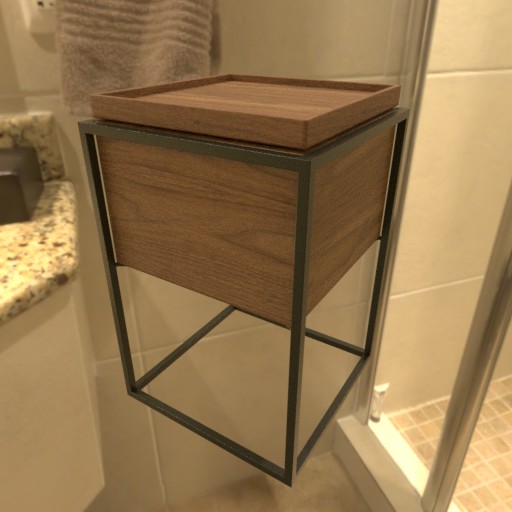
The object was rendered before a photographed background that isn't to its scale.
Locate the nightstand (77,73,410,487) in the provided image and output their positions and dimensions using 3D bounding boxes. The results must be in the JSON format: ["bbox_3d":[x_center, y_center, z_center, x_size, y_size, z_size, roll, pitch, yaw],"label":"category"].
[{"bbox_3d":[0.000,0.000,0.856,0.397,0.607,0.397,17,32,28],"label":"nightstand"}]
